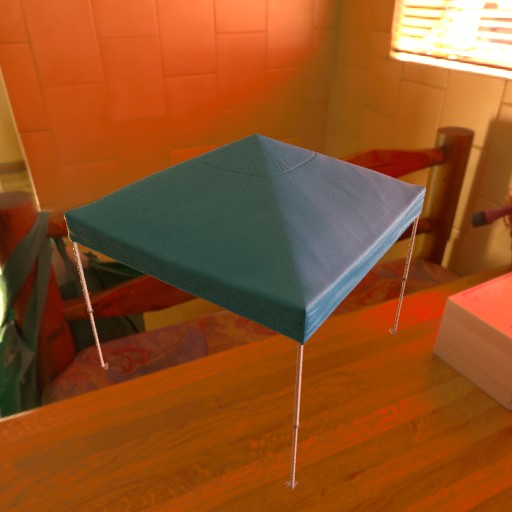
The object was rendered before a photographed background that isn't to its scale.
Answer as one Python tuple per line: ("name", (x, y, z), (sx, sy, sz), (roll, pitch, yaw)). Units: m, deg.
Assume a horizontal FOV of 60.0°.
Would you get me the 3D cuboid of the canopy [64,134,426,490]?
("canopy", (0.000, 0.000, 5.447), (2.996, 2.997, 2.998), (20, 36, 30))
